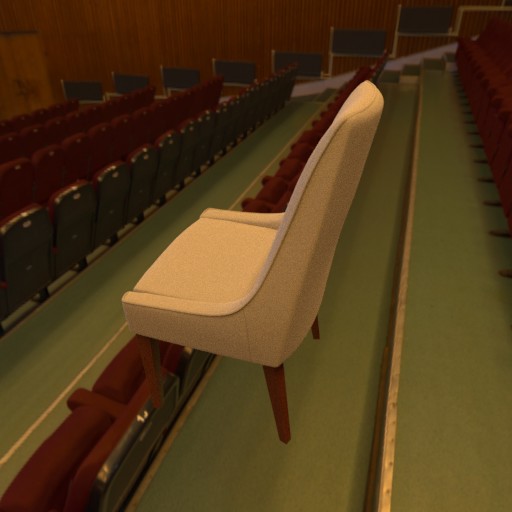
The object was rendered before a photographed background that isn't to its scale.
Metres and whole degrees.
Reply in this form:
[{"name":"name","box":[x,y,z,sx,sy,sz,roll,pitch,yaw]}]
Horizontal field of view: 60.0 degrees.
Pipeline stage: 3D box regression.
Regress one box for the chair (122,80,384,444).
[{"name":"chair","box":[0.000,0.000,1.189,0.544,0.861,0.529,10,33,15]}]
